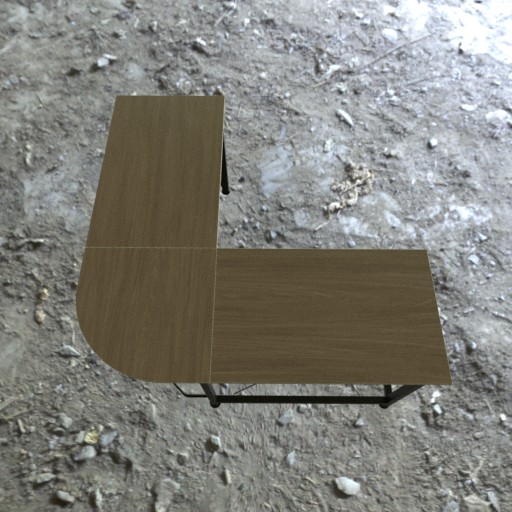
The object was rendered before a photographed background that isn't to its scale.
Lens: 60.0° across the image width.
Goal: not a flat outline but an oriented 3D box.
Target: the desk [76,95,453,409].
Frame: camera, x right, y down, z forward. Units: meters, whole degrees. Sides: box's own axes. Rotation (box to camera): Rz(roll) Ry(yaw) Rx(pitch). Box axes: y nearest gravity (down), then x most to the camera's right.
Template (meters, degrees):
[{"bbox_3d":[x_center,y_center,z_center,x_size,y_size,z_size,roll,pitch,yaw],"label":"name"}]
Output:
[{"bbox_3d":[0.000,0.000,2.226,1.400,0.762,1.400,0,63,0],"label":"desk"}]
